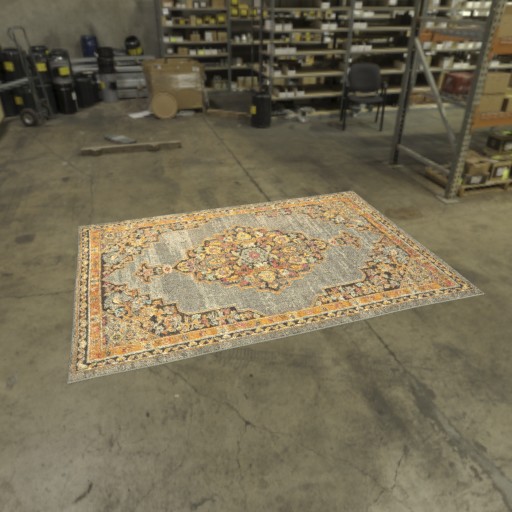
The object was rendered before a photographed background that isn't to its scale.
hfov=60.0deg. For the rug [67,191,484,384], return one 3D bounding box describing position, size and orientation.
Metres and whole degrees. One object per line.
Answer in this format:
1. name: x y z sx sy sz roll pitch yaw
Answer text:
1. rug: 0.000 0.000 3.934 3.063 0.024 2.158 -9 32 -15
